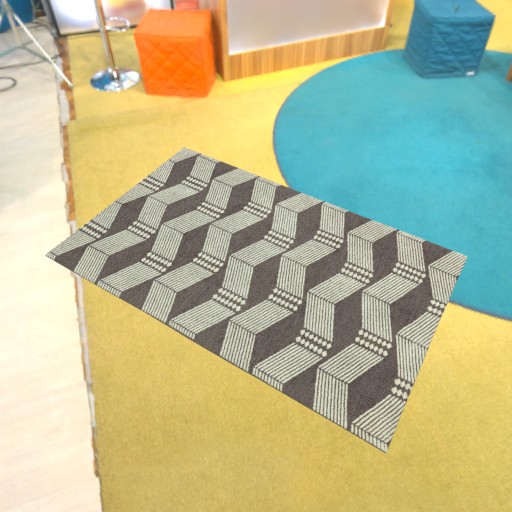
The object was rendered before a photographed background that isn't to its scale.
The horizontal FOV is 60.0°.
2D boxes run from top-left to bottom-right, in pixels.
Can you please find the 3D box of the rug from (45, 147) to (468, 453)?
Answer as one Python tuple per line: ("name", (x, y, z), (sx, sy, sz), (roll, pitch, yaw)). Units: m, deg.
("rug", (0.000, 0.000, 3.005), (2.435, 0.011, 1.517), (25, 52, 21))
